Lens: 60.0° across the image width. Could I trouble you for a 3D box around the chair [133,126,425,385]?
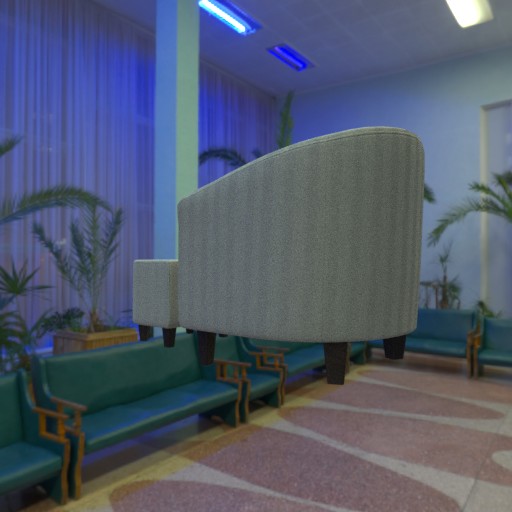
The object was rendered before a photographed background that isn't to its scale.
[{"bbox_3d":[0.000,0.000,1.769,1.288,0.757,0.756,-1,-1,39],"label":"chair"}]
